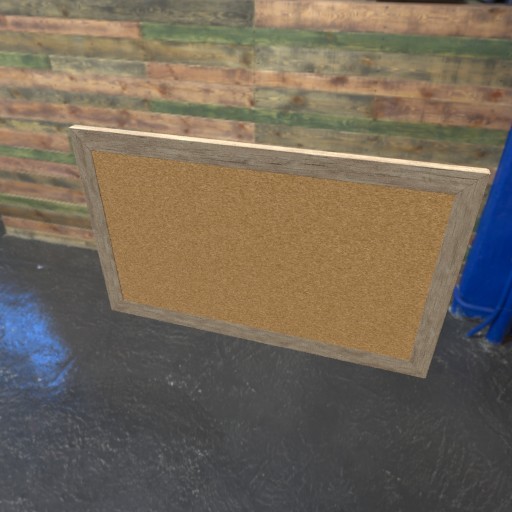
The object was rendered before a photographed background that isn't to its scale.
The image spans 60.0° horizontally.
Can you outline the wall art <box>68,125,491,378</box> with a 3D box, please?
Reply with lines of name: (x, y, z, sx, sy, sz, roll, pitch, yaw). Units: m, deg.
wall art: (0.000, 0.000, 0.935, 0.780, 0.480, 0.021, 10, 35, 14)
